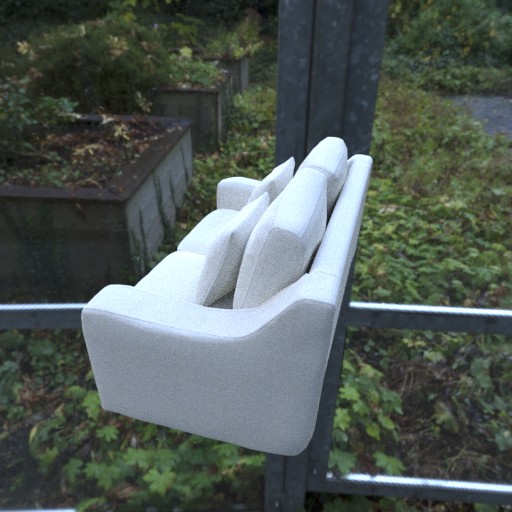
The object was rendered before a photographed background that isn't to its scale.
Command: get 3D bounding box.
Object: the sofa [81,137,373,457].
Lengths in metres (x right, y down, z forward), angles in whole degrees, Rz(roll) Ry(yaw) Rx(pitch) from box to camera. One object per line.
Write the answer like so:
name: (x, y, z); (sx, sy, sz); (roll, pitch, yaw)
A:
sofa: (0.000, 0.000, 2.404); (1.040, 1.047, 1.744); (8, 30, 15)
